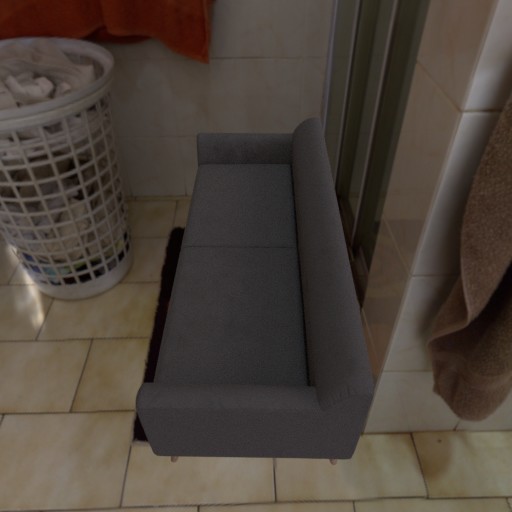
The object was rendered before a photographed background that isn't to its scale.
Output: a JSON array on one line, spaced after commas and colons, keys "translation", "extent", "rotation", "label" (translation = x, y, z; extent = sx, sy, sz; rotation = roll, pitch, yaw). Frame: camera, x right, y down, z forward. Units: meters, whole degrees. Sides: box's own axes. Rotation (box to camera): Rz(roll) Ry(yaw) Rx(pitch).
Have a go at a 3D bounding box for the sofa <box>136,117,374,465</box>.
[{"translation": [0.000, 0.000, 2.617], "extent": [0.900, 0.740, 2.190], "rotation": [1, 43, 1], "label": "sofa"}]
